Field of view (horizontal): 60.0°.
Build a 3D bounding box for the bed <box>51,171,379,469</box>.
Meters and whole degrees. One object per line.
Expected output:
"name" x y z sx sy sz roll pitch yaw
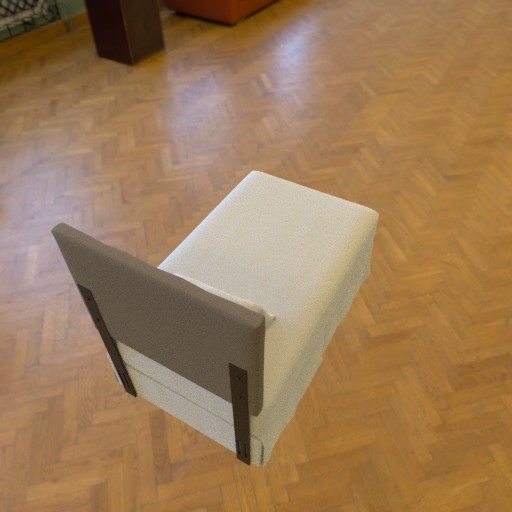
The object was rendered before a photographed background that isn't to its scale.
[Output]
"bed" 0.000 0.000 3.051 1.261 1.571 1.997 22 50 20
